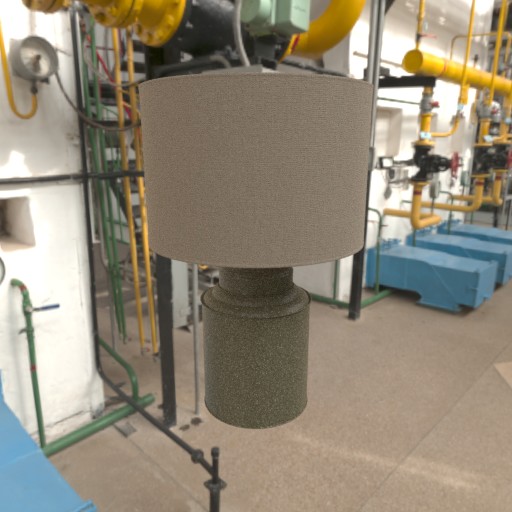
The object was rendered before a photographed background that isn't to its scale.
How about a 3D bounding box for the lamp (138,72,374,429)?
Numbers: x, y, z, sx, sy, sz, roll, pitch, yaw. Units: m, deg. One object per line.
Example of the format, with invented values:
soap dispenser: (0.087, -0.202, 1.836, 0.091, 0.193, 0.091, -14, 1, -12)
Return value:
lamp: (0.000, 0.000, 0.679, 0.318, 0.486, 0.318, 0, 15, 0)
